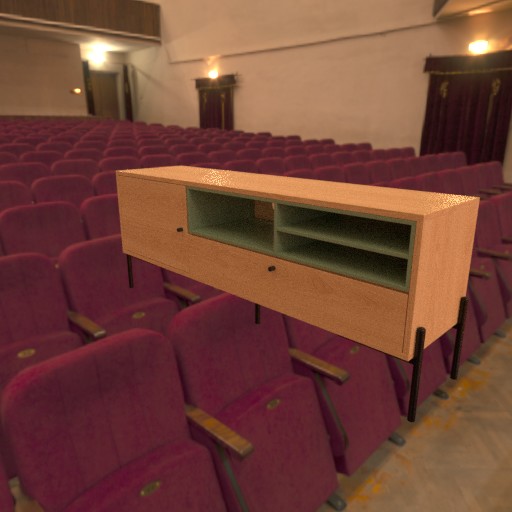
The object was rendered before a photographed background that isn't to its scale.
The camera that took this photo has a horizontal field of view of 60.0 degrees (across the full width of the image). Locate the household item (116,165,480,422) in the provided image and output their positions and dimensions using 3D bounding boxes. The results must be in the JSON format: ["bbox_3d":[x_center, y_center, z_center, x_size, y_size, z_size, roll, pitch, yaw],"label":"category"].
[{"bbox_3d":[0.000,0.000,1.795,1.550,0.600,0.400,16,23,42],"label":"household item"}]
